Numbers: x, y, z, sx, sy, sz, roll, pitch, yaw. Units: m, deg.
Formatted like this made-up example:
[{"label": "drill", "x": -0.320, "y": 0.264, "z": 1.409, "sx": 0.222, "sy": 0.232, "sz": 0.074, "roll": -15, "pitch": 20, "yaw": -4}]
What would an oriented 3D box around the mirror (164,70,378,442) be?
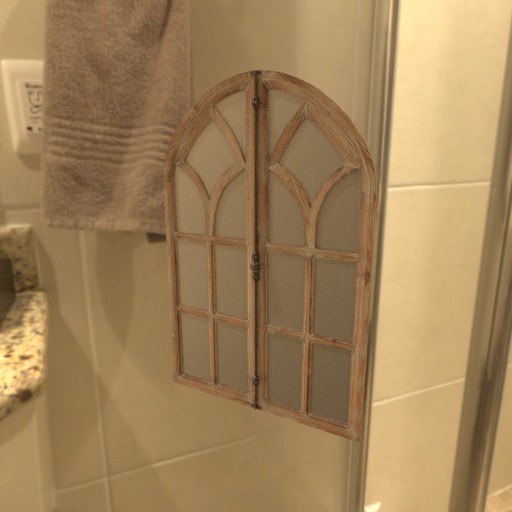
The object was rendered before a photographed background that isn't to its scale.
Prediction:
[{"label": "mirror", "x": 0.000, "y": 0.000, "z": 1.172, "sx": 0.609, "sy": 0.915, "sz": 0.032, "roll": 8, "pitch": 16, "yaw": 28}]
